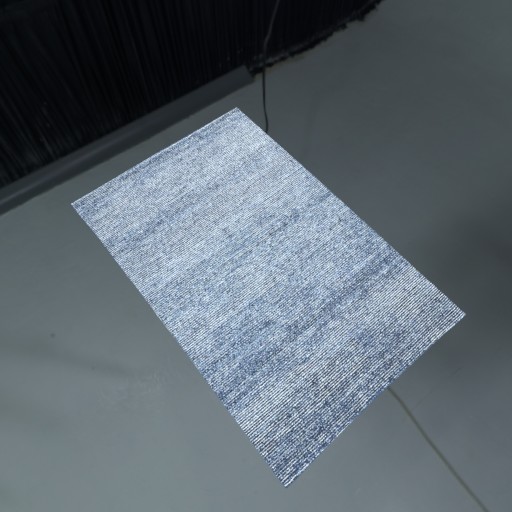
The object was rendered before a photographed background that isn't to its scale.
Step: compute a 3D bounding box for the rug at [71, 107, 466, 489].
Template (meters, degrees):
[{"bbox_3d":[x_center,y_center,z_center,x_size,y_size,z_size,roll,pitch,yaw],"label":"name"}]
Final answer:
[{"bbox_3d":[0.000,0.000,2.276,1.159,0.025,1.793,-36,68,-17],"label":"rug"}]
